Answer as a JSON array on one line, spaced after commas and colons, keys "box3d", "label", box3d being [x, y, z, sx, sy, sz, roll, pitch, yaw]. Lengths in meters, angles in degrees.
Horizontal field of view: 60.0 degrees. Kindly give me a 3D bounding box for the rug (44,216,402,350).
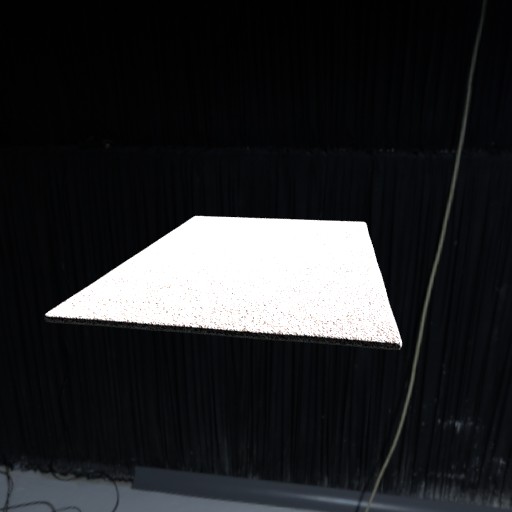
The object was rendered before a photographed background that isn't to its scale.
[{"box3d": [0.000, 0.000, 2.298, 1.219, 0.030, 1.778, 3, 17, 9], "label": "rug"}]
